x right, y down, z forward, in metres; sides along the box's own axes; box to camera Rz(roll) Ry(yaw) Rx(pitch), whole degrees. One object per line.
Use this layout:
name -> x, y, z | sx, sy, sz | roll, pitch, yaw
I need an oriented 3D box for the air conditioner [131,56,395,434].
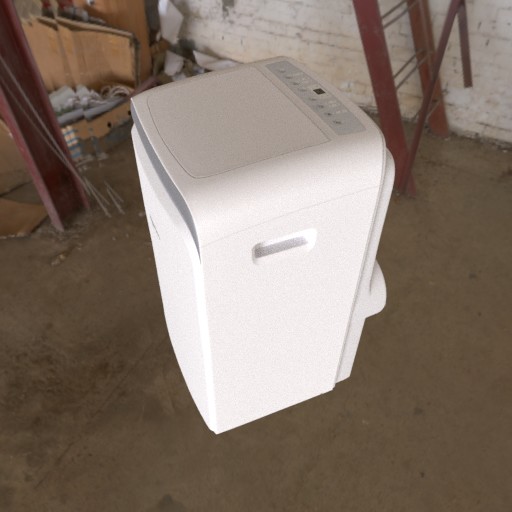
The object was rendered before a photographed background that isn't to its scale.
air conditioner -> 0.000, 0.000, 1.052 | 0.467, 0.765, 0.478 | -18, 49, -16
